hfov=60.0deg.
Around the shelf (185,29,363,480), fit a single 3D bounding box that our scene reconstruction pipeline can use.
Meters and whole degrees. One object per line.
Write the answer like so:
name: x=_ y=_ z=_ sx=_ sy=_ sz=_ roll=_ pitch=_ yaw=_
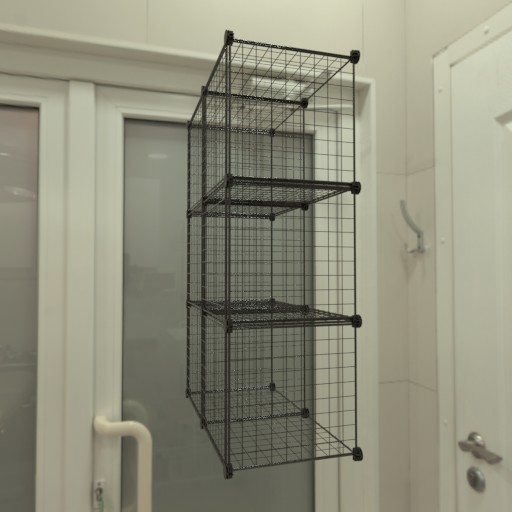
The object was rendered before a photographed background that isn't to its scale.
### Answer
shelf: x=0.000 y=0.000 z=1.428 sx=0.356 sy=1.067 sz=0.711 roll=0 pitch=-2 yaw=-17
